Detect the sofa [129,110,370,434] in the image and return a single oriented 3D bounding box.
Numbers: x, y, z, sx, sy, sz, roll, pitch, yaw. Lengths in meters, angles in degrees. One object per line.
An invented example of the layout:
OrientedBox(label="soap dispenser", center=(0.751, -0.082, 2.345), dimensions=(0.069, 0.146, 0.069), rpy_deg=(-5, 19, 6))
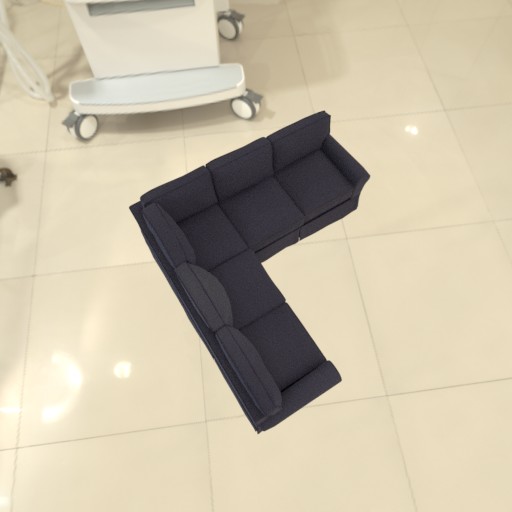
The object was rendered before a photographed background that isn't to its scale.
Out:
OrientedBox(label="sofa", center=(0.000, 0.000, 5.100), dimensions=(2.874, 1.169, 3.773), rpy_deg=(-1, 63, 0))
